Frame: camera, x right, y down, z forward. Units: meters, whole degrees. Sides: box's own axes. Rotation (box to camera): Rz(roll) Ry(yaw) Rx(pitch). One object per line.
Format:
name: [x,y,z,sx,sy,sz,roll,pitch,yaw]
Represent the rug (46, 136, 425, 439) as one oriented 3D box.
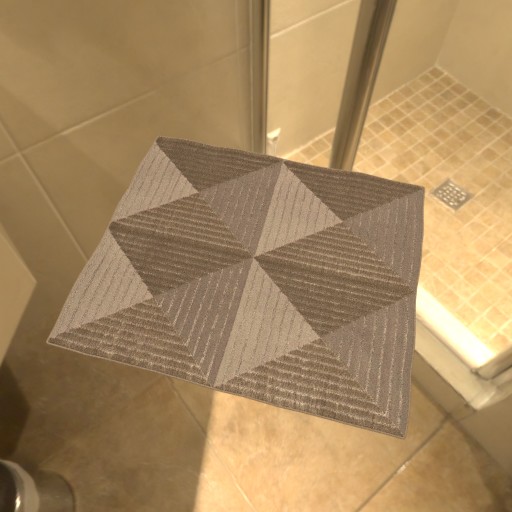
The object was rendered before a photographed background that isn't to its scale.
rug: [0.000,0.000,0.888,0.642,0.008,0.551,13,59,8]
